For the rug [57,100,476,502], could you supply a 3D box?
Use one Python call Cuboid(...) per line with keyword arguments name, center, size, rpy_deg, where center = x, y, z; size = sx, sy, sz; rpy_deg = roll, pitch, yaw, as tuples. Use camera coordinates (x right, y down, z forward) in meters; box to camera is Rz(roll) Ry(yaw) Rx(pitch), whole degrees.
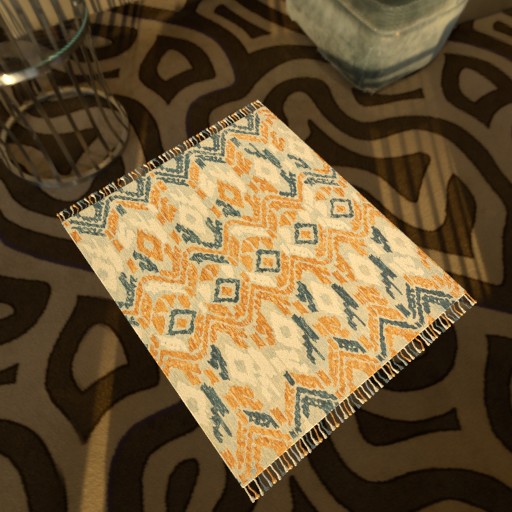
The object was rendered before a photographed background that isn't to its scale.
Cuboid(name="rug", center=(0.000, 0.000, 4.000), size=(2.439, 0.010, 3.048), rpy_deg=(-35, 68, -17))
